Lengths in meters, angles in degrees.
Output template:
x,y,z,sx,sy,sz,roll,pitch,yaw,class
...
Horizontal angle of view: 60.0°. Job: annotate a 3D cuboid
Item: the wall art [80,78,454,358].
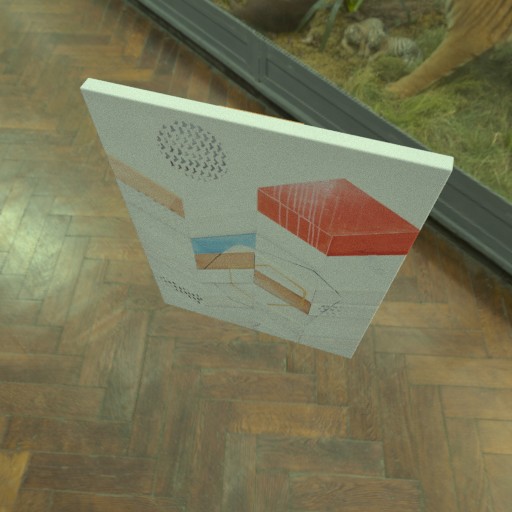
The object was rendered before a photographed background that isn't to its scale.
x,y,z,sx,sy,sz,roll,pitch,yaw,class
0.000,0.000,1.301,0.759,1.014,0.045,15,59,9,wall art
